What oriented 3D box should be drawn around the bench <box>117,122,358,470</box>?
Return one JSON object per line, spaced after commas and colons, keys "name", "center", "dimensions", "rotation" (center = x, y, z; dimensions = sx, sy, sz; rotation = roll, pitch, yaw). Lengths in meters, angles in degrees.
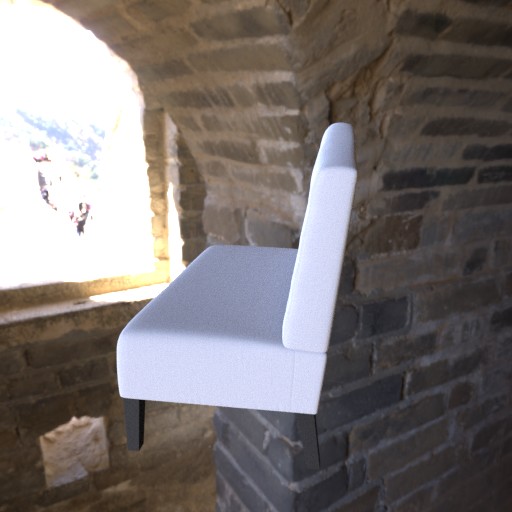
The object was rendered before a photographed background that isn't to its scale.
{"name": "bench", "center": [0.000, 0.000, 2.058], "dimensions": [0.815, 1.180, 1.335], "rotation": [2, 15, 8]}
